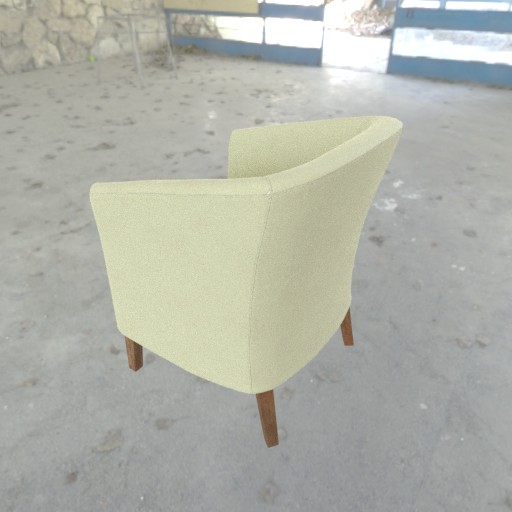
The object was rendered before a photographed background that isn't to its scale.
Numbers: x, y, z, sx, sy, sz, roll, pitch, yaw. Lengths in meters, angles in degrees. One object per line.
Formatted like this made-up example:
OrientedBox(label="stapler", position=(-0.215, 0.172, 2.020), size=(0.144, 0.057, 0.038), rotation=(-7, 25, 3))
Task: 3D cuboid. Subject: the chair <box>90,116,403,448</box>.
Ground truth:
OrientedBox(label="chair", position=(0.000, 0.000, 1.325), size=(0.657, 0.822, 0.643), rotation=(21, 38, 30))
